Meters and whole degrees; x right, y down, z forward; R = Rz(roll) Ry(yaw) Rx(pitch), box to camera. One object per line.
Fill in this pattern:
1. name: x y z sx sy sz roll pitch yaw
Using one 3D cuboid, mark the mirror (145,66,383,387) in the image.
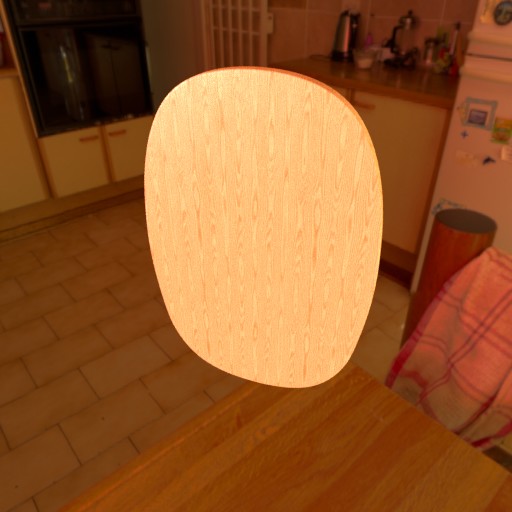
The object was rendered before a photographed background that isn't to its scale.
1. mirror: 0.000 0.000 1.357 0.724 1.075 0.037 10 34 16
